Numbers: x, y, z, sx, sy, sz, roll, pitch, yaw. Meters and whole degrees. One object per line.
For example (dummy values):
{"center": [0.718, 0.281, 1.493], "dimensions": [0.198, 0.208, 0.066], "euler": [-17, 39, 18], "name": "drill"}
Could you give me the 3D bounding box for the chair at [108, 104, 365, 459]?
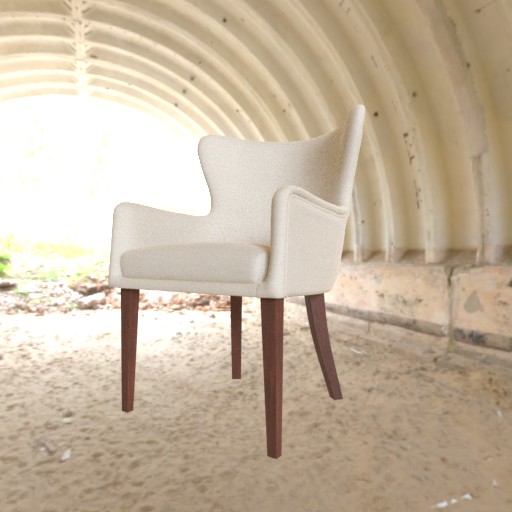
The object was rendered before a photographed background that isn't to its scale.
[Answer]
{"center": [0.000, 0.000, 1.521], "dimensions": [0.696, 0.990, 0.744], "euler": [0, 0, 35], "name": "chair"}
